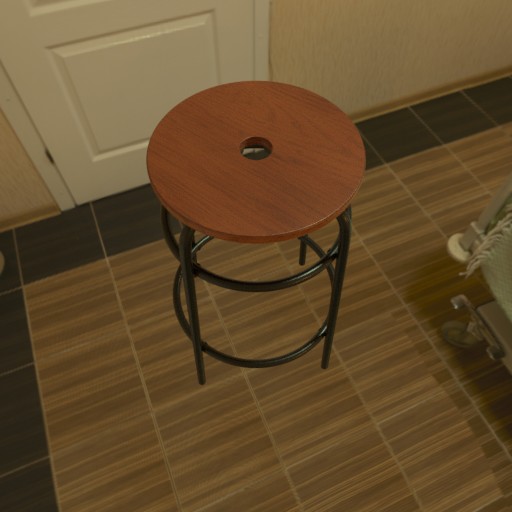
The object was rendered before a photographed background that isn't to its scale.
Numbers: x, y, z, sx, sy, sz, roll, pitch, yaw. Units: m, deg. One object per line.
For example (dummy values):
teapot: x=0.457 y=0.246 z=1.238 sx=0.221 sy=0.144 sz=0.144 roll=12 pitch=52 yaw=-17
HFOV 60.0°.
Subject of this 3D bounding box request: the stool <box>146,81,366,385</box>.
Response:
stool: x=0.000 y=0.000 z=0.936 sx=0.455 sy=0.610 sz=0.455 roll=33 pitch=63 yaw=19
